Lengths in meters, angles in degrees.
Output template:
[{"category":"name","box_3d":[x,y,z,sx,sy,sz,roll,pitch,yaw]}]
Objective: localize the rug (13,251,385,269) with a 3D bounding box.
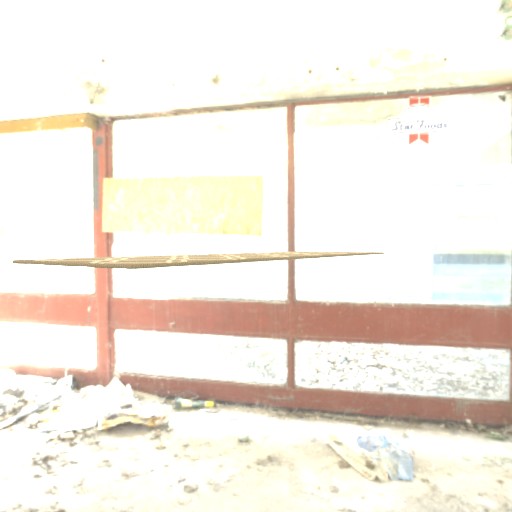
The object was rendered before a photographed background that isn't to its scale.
[{"category":"rug","box_3d":[0.000,0.000,2.418,0.678,0.014,2.276,1,2,34]}]
